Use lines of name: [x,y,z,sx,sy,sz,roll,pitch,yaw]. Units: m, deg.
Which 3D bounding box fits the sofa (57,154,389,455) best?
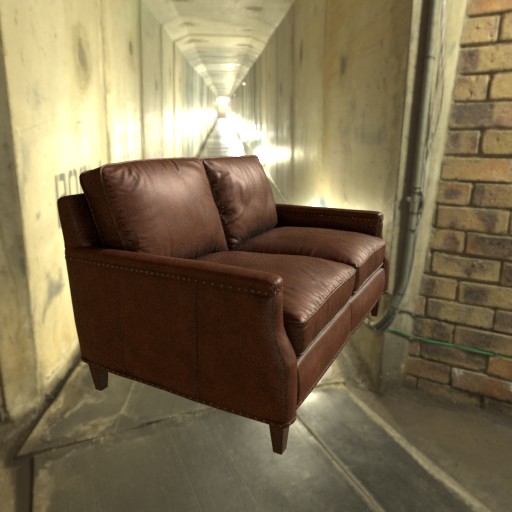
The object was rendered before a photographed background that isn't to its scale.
sofa: [0.000,0.000,2.301,1.083,1.003,1.628,8,17,27]
